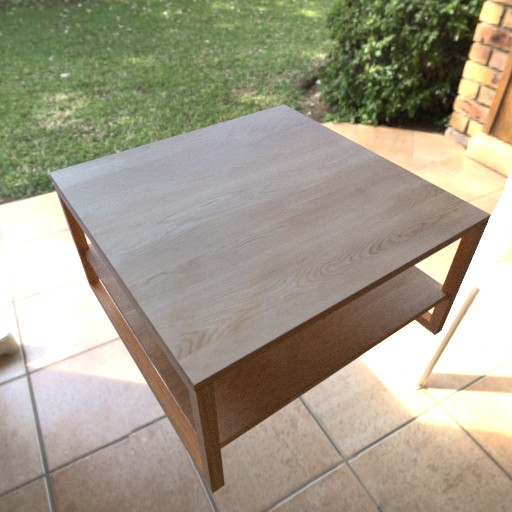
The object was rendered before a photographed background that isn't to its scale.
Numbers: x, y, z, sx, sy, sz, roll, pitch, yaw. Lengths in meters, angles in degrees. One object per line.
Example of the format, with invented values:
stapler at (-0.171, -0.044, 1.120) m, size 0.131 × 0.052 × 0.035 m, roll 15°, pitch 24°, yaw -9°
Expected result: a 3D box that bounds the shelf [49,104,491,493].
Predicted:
shelf at (0.000, 0.000, 1.417) m, size 0.899 × 0.480 × 0.899 m, roll -25°, pitch 47°, yaw -26°
